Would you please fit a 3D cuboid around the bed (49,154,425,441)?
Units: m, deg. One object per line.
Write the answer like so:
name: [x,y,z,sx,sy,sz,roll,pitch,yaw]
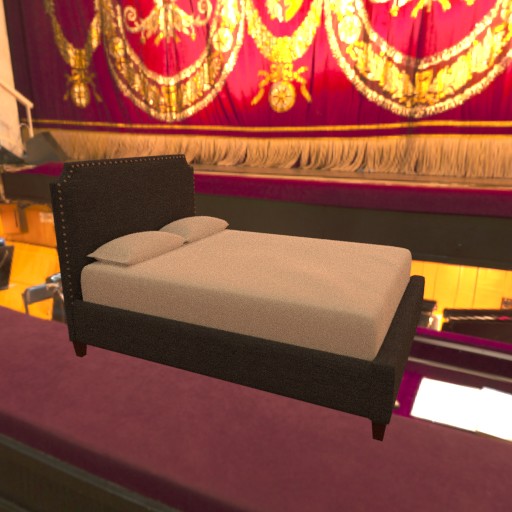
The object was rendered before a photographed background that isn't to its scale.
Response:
bed: [0.000,0.000,3.422,2.372,1.443,1.713,7,17,24]
